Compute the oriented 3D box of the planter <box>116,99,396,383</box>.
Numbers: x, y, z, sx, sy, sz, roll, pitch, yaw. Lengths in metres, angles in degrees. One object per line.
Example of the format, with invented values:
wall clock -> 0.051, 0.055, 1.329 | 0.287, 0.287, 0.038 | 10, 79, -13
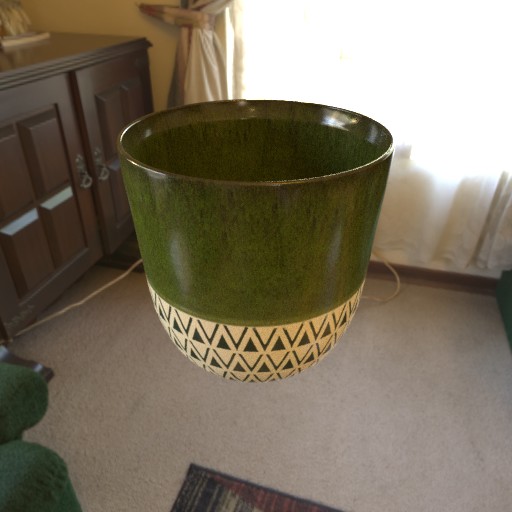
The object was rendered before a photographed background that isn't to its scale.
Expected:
planter -> 0.000, 0.000, 0.473 | 0.245, 0.270, 0.245 | 0, 32, 0
